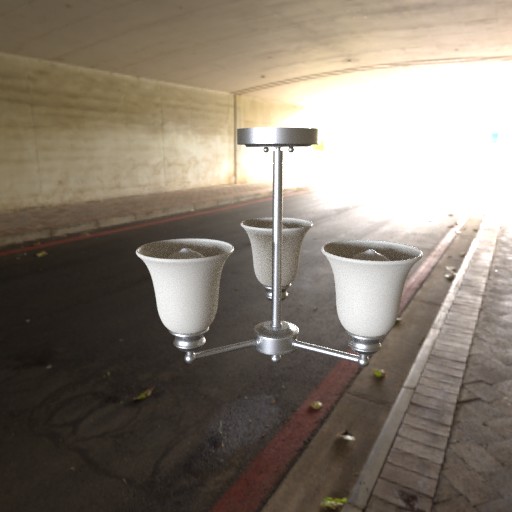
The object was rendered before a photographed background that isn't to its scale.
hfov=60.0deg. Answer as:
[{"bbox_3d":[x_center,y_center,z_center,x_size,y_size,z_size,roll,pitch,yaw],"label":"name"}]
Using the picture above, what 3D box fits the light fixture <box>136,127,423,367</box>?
[{"bbox_3d":[0.000,0.000,0.670,0.354,0.370,0.388,-7,15,-27],"label":"light fixture"}]
